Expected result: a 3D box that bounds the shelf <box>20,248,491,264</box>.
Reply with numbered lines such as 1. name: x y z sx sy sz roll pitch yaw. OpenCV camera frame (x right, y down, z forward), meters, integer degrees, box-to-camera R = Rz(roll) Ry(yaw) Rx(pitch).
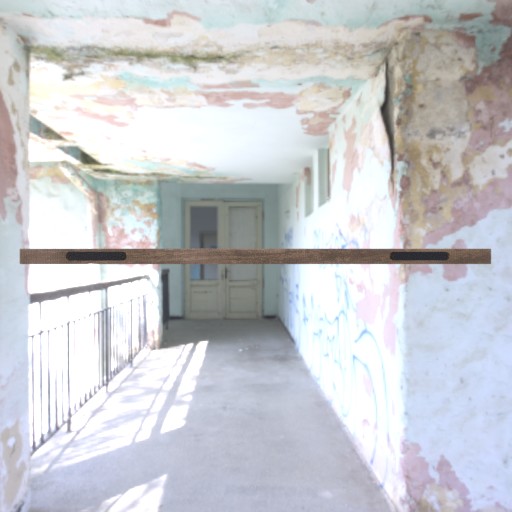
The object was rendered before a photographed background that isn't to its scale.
1. shelf: 0.000 0.000 0.642 0.610 0.020 0.140 0 0 0
